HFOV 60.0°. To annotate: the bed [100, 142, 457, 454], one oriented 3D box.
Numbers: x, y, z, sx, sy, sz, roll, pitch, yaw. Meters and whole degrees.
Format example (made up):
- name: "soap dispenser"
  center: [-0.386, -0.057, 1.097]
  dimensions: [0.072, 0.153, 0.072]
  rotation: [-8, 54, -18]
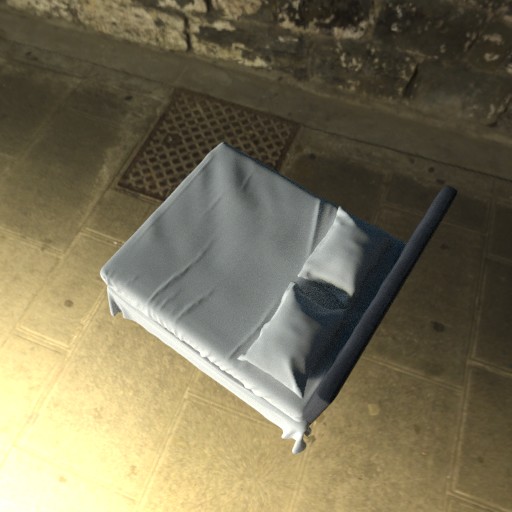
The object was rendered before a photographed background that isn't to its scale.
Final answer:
- name: "bed"
  center: [0.000, 0.000, 3.508]
  dimensions: [2.222, 1.577, 1.936]
  rotation: [32, 67, 15]
